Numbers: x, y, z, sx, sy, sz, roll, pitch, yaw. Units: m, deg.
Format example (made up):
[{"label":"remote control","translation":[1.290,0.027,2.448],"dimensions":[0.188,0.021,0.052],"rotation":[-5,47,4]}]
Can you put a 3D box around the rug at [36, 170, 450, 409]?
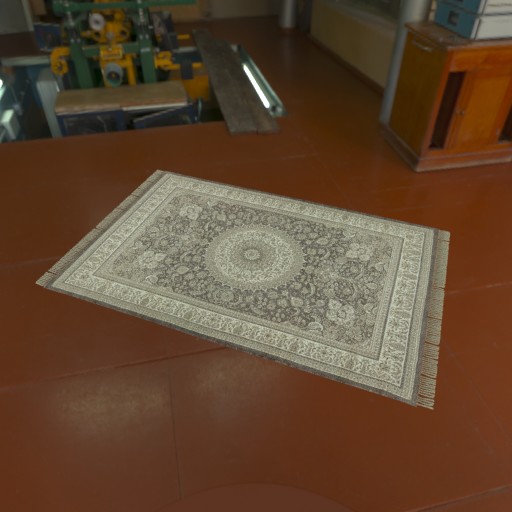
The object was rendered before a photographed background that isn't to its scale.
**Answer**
[{"label":"rug","translation":[0.000,0.000,4.239],"dimensions":[3.422,0.015,2.143],"rotation":[14,43,16]}]
